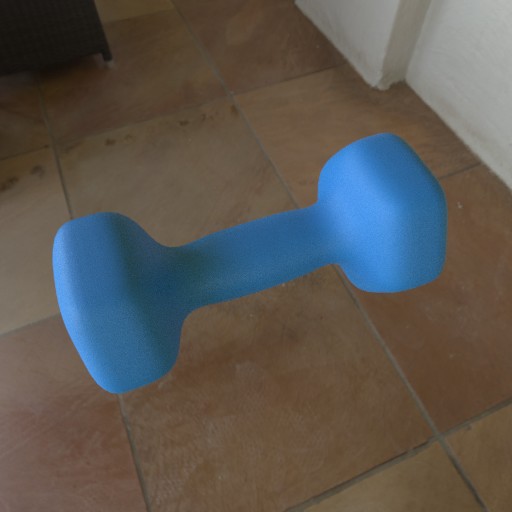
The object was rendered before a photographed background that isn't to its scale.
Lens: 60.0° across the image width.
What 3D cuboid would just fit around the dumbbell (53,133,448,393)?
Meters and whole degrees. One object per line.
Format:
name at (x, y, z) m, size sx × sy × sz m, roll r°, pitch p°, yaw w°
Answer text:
dumbbell at (0.000, 0.000, 0.185) m, size 0.152 × 0.066 × 0.074 m, roll -17°, pitch 59°, yaw -11°
